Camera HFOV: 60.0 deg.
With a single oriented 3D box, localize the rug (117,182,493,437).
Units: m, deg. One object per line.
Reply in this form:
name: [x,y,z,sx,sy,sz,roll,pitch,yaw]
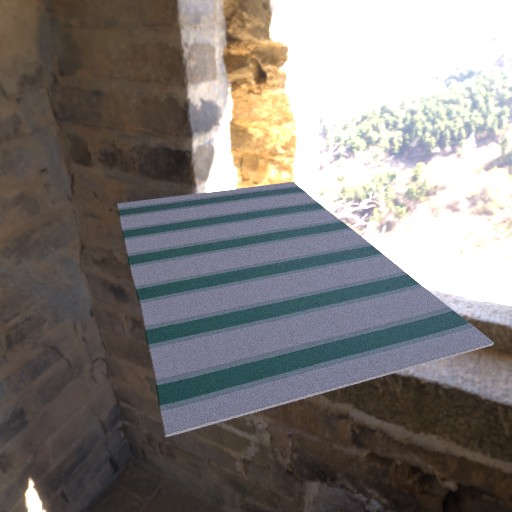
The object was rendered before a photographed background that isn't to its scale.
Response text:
rug: [0.000,0.000,2.204,1.210,0.012,1.829,-10,31,-17]
